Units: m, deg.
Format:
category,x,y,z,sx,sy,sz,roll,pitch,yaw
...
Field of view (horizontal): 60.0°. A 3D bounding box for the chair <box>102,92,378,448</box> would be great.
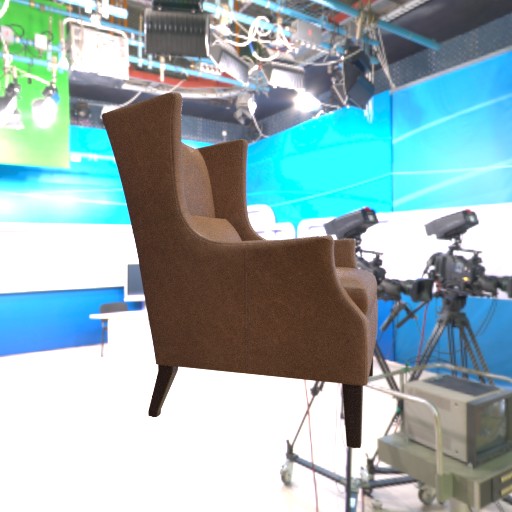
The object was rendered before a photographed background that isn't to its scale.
category,x,y,z,sx,sy,sz,roll,pitch,yaw
chair,0.000,0.000,1.746,0.913,1.088,0.815,0,2,17
